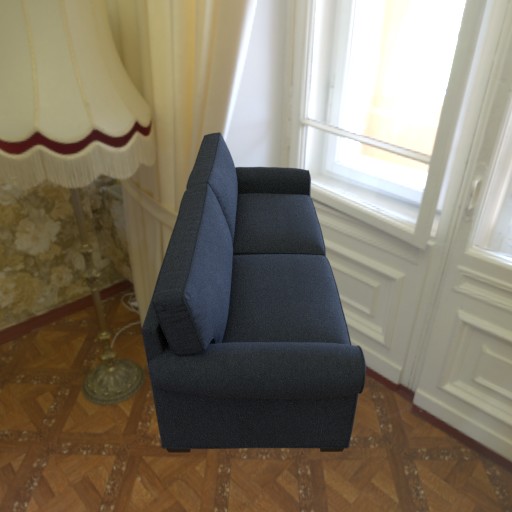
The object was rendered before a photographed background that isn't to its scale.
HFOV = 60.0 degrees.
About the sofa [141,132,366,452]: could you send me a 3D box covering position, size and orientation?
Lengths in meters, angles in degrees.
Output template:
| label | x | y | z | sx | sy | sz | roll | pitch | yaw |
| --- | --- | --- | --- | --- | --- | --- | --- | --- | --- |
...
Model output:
| label | x | y | z | sx | sy | sz | roll | pitch | yaw |
| --- | --- | --- | --- | --- | --- | --- | --- | --- | --- |
| sofa | 0.000 | 0.000 | 2.892 | 0.954 | 1.026 | 2.391 | 0 | 32 | 0 |
